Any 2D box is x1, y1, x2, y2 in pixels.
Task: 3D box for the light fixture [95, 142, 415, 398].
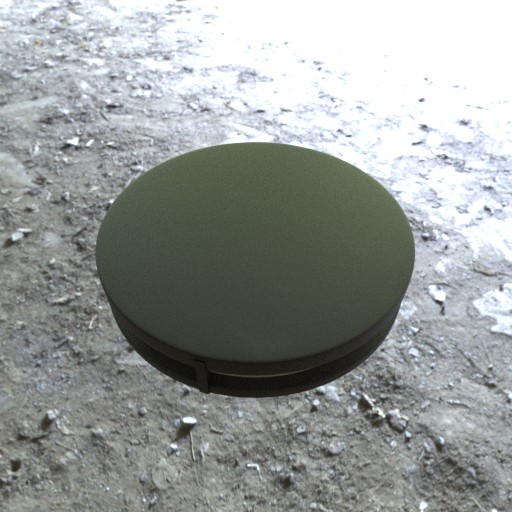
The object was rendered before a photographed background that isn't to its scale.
[{"bbox_3d":[0.000,0.000,0.541,0.356,0.102,0.356,0,46,0],"label":"light fixture"}]
